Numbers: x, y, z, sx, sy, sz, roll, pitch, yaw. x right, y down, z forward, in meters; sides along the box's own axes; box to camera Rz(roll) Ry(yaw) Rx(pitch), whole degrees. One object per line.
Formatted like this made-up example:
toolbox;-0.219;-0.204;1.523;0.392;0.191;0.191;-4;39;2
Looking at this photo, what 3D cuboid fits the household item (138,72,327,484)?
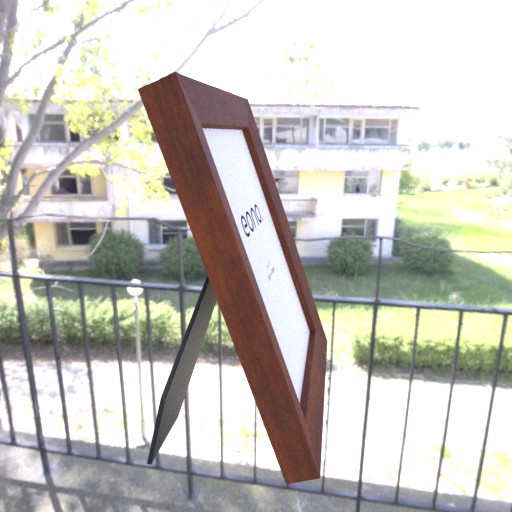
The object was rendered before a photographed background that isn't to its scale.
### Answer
household item;0.000;0.000;0.288;0.096;0.204;0.160;3;16;10
